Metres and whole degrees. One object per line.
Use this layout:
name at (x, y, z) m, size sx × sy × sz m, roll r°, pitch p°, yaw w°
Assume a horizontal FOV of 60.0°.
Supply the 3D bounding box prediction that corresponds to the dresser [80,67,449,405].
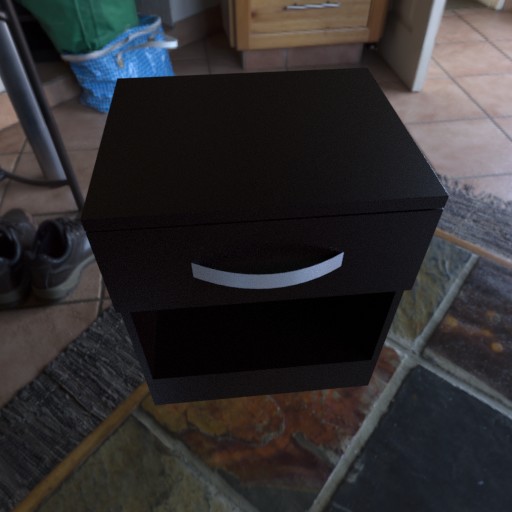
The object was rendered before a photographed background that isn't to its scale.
dresser at (0.000, 0.000, 0.752) m, size 0.400 × 0.470 × 0.360 m, roll -4°, pitch 46°, yaw -4°
